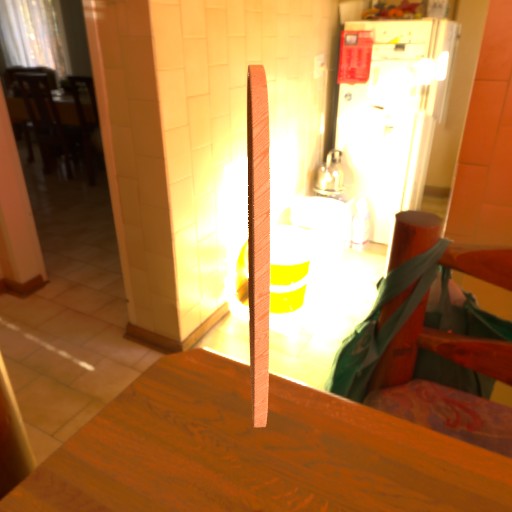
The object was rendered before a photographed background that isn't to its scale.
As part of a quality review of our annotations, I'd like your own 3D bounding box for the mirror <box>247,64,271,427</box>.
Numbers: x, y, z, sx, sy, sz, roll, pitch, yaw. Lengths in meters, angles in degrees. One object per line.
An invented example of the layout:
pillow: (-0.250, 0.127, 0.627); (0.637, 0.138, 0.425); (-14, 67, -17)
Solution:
mirror: (0.000, 0.000, 1.356); (0.037, 1.075, 0.724); (-1, 26, -2)
